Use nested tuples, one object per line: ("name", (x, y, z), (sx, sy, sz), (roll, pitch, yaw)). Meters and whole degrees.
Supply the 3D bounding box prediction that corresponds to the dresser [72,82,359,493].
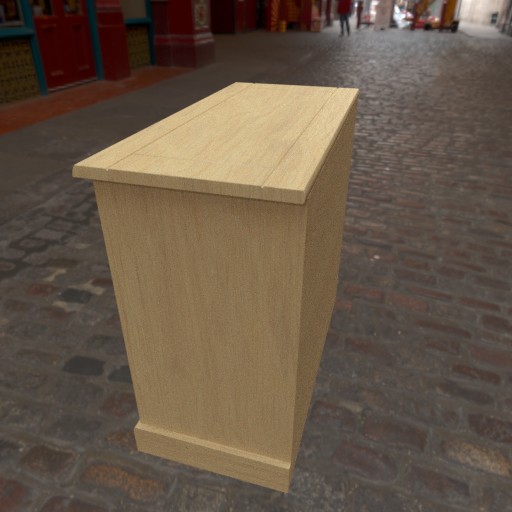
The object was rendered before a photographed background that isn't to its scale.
("dresser", (0.000, 0.000, 1.349), (0.440, 0.835, 0.915), (9, 32, 14))
